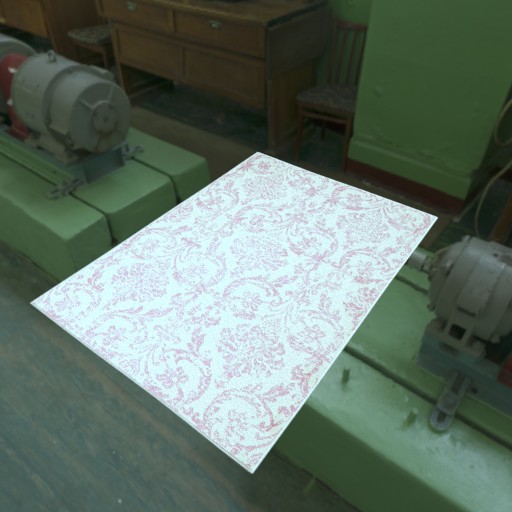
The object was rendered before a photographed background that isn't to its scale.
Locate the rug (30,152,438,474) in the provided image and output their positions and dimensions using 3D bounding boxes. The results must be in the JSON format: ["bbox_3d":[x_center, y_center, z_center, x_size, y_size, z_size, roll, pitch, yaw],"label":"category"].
[{"bbox_3d":[0.000,0.000,2.847,1.598,0.014,2.202,26,48,26],"label":"rug"}]
